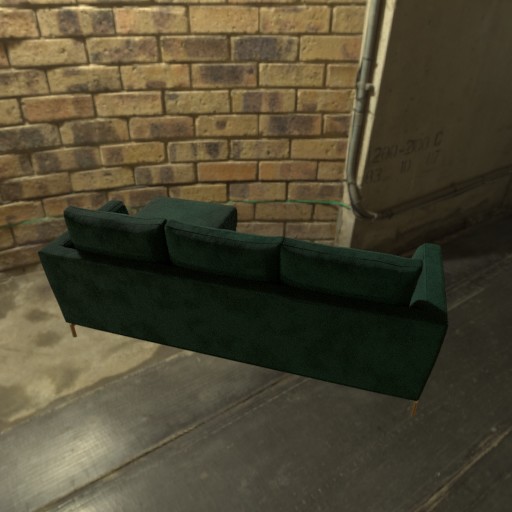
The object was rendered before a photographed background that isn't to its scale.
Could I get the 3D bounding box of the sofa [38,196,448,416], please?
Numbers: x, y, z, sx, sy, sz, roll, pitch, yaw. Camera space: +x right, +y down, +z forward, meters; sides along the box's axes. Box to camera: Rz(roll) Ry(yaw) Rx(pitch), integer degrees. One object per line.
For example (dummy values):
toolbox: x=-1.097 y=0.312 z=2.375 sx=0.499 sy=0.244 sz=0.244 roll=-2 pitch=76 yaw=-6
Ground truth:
sofa: x=0.000 y=0.000 z=3.203 sx=2.441 sy=1.007 sz=1.489 roll=9 pitch=33 yaw=15
